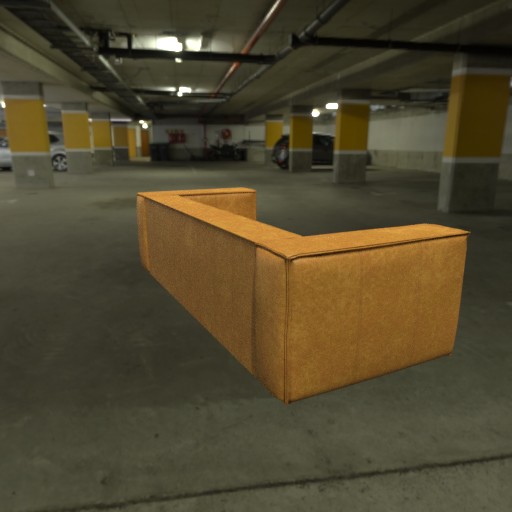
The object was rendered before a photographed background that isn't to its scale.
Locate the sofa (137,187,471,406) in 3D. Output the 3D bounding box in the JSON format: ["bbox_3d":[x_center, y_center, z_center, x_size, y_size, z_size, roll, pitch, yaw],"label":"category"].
[{"bbox_3d":[0.000,0.000,3.084,1.102,0.701,2.581,-7,16,-27],"label":"sofa"}]
